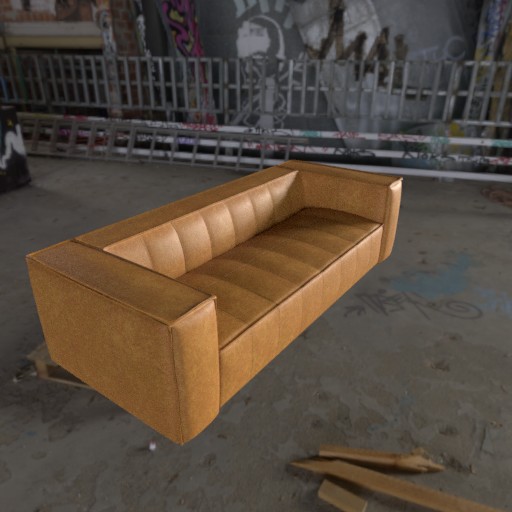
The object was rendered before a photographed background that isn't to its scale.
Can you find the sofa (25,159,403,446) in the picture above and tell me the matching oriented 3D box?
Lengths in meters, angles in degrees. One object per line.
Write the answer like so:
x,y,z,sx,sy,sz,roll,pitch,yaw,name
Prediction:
0.000,0.000,3.002,1.102,0.701,2.581,18,31,32,sofa
